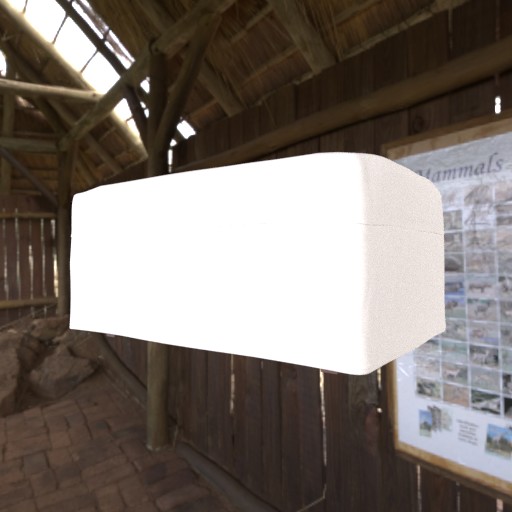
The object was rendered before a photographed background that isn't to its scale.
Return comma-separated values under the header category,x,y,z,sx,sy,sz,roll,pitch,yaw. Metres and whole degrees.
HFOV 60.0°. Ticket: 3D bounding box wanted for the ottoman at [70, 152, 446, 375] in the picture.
category,x,y,z,sx,sy,sz,roll,pitch,yaw
ottoman,0.000,0.000,1.206,0.872,0.444,0.590,0,0,36
